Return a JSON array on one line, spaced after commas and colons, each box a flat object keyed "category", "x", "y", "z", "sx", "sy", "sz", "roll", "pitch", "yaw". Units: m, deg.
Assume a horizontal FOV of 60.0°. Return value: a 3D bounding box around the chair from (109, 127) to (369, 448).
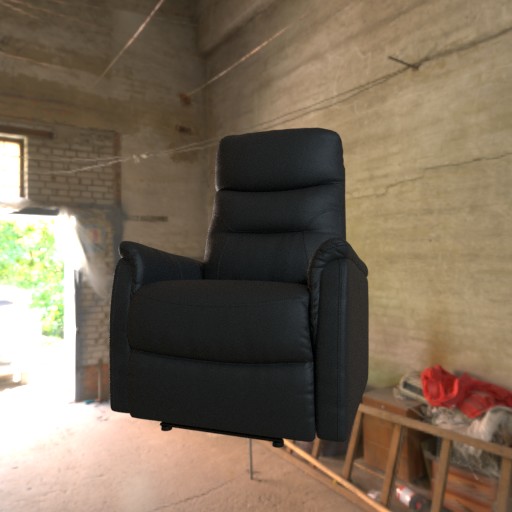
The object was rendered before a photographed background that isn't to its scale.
[{"category": "chair", "x": 0.000, "y": 0.000, "z": 1.653, "sx": 0.775, "sy": 1.082, "sz": 0.831, "roll": 0, "pitch": 0, "yaw": 19}]
